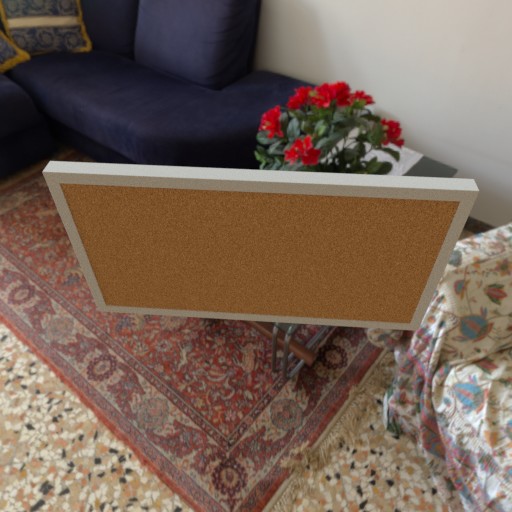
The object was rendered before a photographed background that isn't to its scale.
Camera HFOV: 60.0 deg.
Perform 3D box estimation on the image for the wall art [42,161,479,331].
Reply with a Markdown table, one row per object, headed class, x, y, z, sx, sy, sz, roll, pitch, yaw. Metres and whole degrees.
| class | x | y | z | sx | sy | sz | roll | pitch | yaw |
| --- | --- | --- | --- | --- | --- | --- | --- | --- | --- |
| wall art | 0.000 | 0.000 | 0.987 | 0.812 | 0.431 | 0.038 | 3 | 45 | 3 |
